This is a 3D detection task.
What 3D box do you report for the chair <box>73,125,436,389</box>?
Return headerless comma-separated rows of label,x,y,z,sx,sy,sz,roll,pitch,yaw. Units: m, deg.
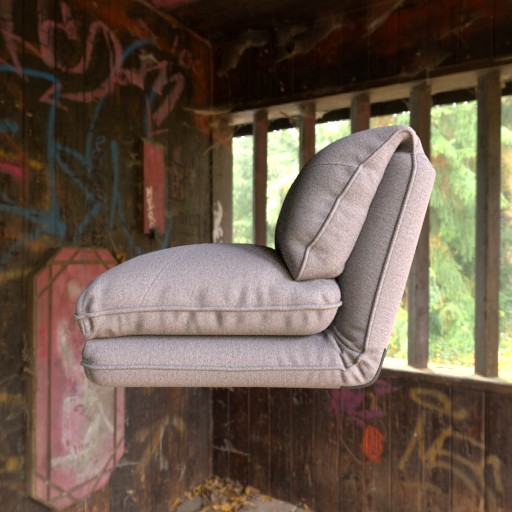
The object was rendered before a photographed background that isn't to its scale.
chair,0.000,0.000,1.314,0.780,0.580,0.820,0,0,1
